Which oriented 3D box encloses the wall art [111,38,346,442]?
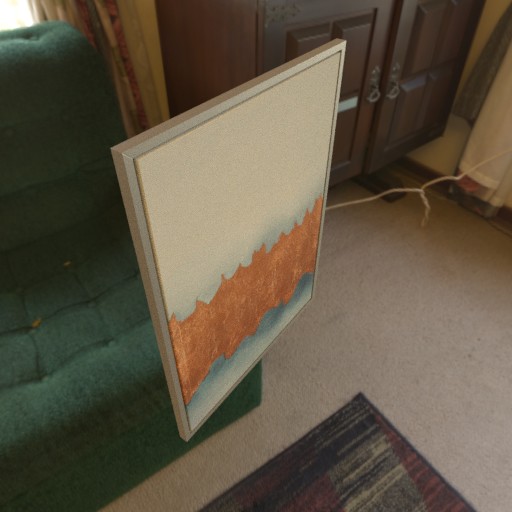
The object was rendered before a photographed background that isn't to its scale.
[{"bbox_3d":[0.000,0.000,1.337,0.034,1.042,0.789,26,48,27],"label":"wall art"}]
